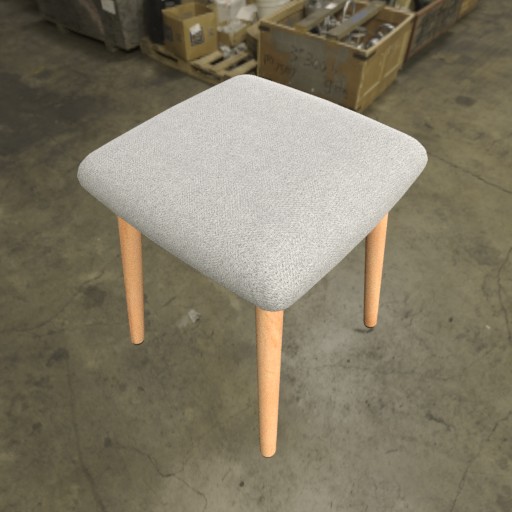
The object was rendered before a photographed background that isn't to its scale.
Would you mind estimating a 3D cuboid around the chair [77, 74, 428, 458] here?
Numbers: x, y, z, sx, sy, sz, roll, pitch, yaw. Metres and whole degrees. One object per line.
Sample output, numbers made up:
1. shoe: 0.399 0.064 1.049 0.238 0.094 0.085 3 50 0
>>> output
1. chair: 0.000 0.000 0.703 0.350 0.440 0.350 32 55 26
